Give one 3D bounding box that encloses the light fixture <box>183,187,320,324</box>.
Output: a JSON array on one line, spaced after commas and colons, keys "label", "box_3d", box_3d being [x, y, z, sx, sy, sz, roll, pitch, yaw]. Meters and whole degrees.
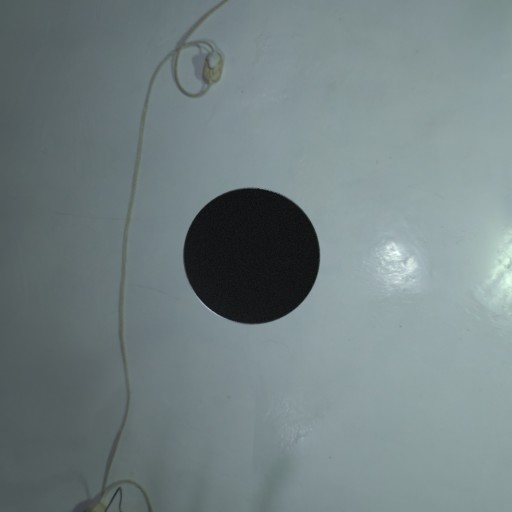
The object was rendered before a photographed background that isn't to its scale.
[{"label": "light fixture", "box_3d": [0.000, 0.000, 0.680, 0.201, 0.588, 0.201, 0, 90, 1]}]
